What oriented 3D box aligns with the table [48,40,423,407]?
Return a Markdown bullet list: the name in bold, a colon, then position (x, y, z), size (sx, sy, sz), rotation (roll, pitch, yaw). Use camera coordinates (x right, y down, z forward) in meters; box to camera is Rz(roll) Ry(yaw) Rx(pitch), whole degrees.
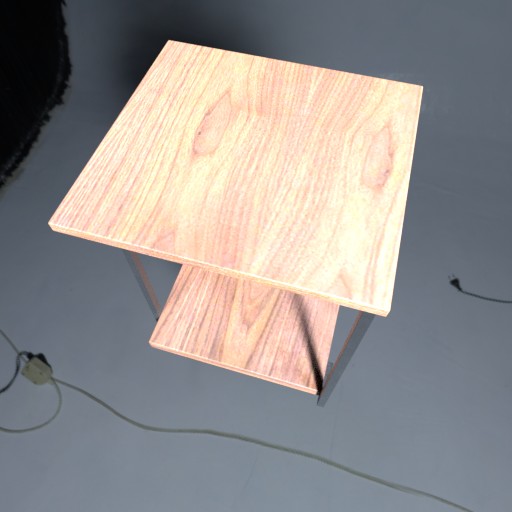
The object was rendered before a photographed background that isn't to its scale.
- **table**: position (0.000, 0.000, 0.841), size (0.411, 0.567, 0.384), rotation (14, 60, 8)
